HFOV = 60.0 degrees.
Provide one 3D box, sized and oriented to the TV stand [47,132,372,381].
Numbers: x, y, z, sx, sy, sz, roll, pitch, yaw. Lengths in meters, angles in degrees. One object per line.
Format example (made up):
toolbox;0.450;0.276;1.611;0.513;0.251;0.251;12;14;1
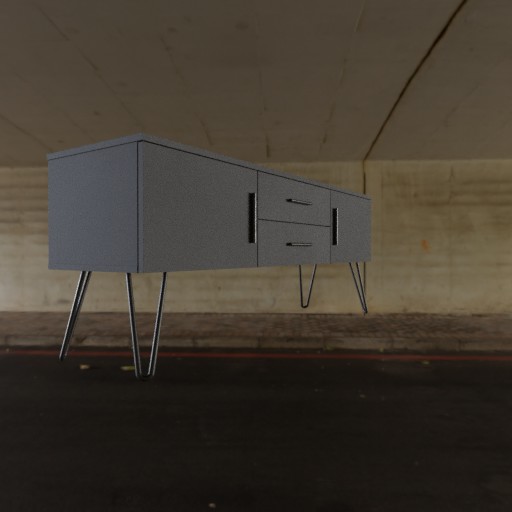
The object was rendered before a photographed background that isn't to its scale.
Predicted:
TV stand;0.000;0.000;1.661;0.400;0.560;1.400;0;1;35
